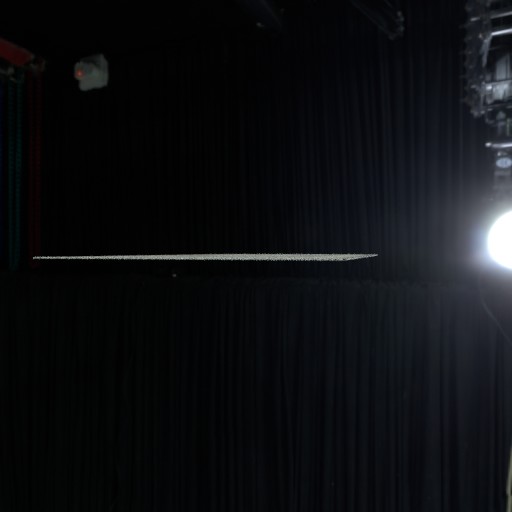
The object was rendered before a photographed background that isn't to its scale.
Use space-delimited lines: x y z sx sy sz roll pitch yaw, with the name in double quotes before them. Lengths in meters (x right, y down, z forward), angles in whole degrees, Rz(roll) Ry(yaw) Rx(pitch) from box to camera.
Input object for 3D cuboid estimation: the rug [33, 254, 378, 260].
"rug" 0.000 0.000 3.108 1.528 0.010 2.440 0 1 19
